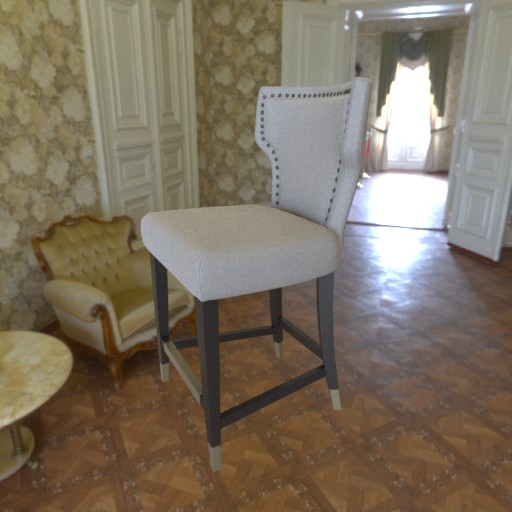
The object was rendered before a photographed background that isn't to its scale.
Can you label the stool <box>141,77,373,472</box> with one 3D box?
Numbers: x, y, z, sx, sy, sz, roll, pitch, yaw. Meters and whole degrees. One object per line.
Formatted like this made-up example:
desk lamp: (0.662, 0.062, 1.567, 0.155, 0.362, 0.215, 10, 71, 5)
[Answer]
stool: (0.000, 0.000, 1.330, 0.563, 0.982, 0.527, -9, 20, -26)
